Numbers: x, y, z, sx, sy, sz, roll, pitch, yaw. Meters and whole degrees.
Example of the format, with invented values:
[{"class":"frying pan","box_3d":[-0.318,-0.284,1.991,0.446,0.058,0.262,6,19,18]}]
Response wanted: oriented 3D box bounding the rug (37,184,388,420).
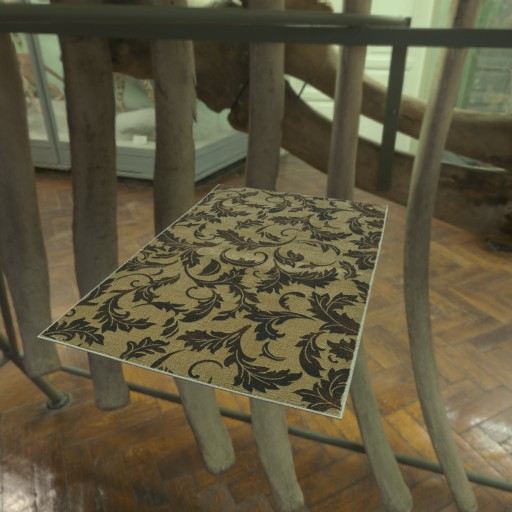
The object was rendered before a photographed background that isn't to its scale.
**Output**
[{"class":"rug","box_3d":[0.000,0.000,2.905,1.522,0.008,2.284,10,31,17]}]
